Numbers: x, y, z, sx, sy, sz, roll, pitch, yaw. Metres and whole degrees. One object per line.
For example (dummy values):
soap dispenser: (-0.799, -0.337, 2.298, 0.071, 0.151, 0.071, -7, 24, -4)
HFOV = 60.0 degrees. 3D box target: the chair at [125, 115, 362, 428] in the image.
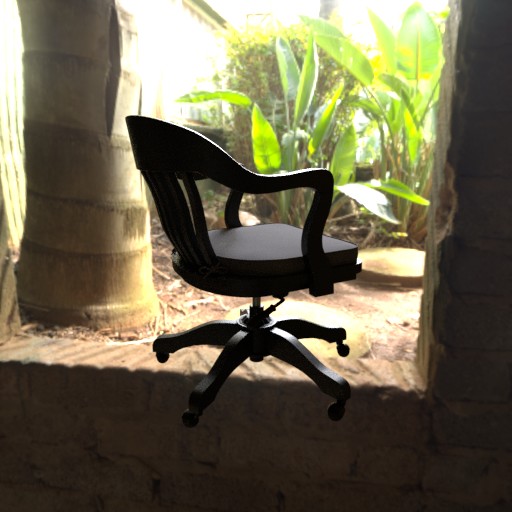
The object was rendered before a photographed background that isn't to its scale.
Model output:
chair: (0.000, 0.000, 1.488, 0.788, 0.878, 0.750, -7, 15, -26)
